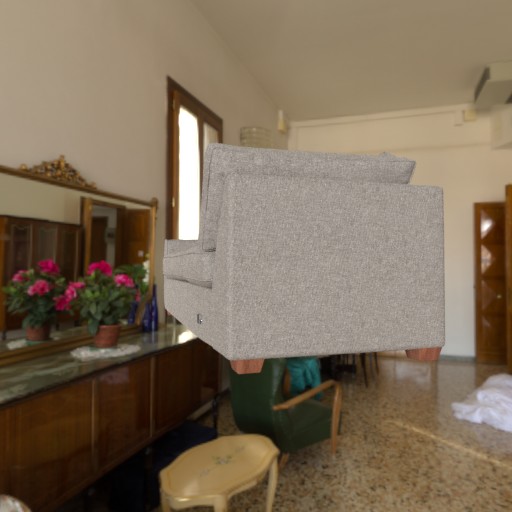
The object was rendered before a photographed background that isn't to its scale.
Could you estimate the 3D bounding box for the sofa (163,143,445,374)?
[{"bbox_3d":[0.000,0.000,2.894,1.061,0.962,2.317,0,-1,-17],"label":"sofa"}]
